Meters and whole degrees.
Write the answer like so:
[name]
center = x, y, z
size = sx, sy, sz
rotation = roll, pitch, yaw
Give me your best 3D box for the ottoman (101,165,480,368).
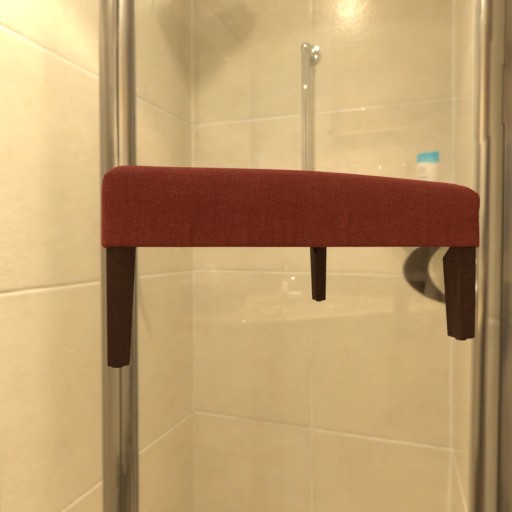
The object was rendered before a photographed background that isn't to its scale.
[ottoman]
center = 0.000, 0.000, 1.382
size = 0.890, 0.411, 0.889
rotation = 0, 1, -18
